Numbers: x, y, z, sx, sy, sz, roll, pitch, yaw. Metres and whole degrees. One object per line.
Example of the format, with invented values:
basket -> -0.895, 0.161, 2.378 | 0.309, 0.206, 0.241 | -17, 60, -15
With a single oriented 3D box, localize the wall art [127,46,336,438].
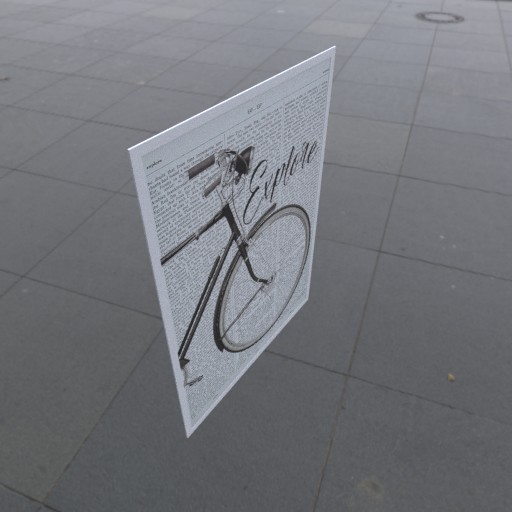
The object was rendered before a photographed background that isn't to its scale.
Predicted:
wall art -> 0.000, 0.000, 0.801 | 0.003, 0.610, 0.457 | 25, 47, 26
